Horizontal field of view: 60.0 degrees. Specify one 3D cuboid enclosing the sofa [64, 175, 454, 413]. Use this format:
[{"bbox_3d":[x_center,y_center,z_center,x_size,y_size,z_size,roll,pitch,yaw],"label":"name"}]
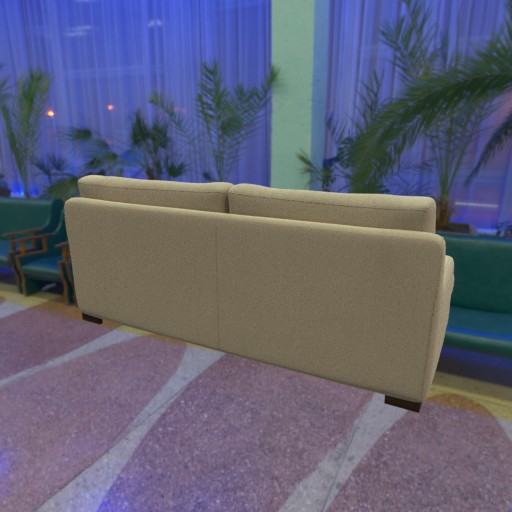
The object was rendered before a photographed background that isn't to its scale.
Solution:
[{"bbox_3d":[0.000,0.000,2.634,2.147,0.925,0.929,8,18,27],"label":"sofa"}]
